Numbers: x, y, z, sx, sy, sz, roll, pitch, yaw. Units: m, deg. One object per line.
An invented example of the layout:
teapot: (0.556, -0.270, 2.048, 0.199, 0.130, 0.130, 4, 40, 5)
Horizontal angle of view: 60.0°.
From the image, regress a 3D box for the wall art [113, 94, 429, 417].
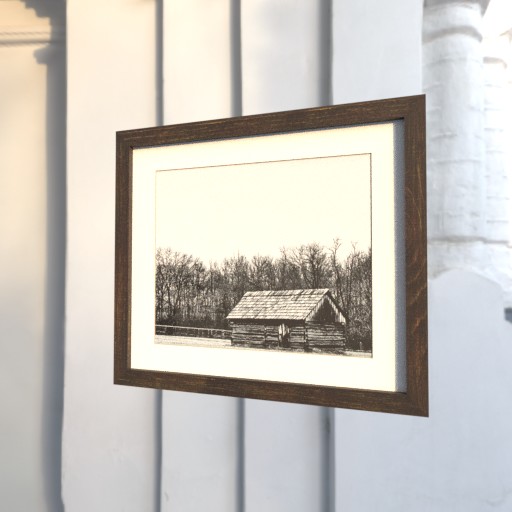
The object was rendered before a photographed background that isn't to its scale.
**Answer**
wall art: (0.000, 0.000, 0.530, 0.381, 0.330, 0.031, 0, -2, 19)
